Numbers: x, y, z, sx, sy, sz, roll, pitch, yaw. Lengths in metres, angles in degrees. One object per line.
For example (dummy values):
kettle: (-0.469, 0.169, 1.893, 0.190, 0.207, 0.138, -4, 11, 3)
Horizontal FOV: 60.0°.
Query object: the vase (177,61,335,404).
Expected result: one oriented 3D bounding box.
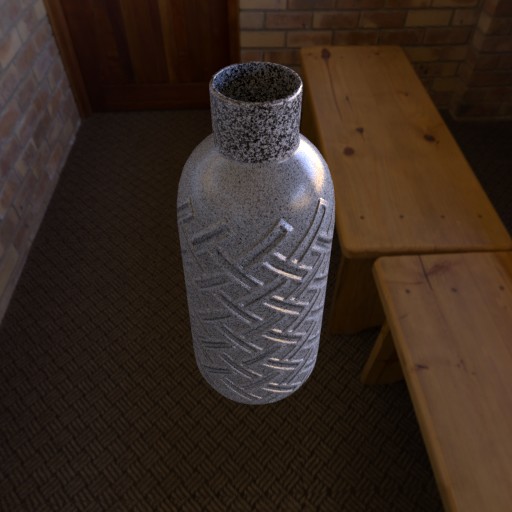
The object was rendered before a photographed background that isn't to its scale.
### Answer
vase: (0.000, 0.000, 0.346, 0.122, 0.282, 0.122, 0, 47, 0)
